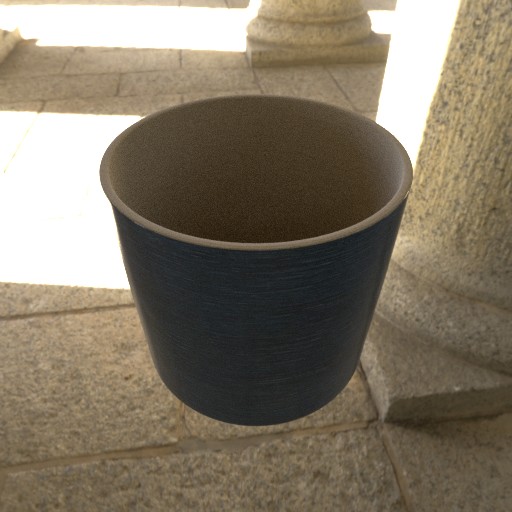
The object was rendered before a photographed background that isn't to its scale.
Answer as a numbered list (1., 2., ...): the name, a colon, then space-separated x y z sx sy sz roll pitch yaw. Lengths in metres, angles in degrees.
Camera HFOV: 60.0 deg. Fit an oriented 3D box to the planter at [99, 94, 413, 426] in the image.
1. planter: 0.000 0.000 0.388 0.221 0.201 0.221 0 41 0
